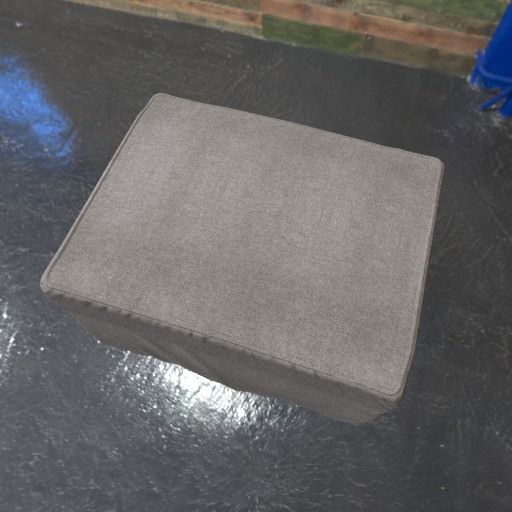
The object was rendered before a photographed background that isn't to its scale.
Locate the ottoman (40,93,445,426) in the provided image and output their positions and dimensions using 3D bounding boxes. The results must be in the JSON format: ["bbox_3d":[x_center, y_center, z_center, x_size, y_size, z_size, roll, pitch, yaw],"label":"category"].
[{"bbox_3d":[0.000,0.000,1.228,0.833,0.492,0.652,16,64,8],"label":"ottoman"}]
